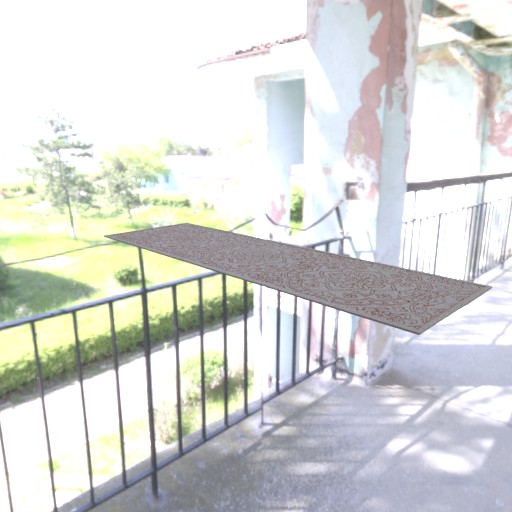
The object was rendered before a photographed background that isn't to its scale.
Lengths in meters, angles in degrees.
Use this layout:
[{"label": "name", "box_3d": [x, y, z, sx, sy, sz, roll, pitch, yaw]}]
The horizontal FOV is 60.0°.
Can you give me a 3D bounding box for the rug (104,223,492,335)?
[{"label": "rug", "box_3d": [0.000, 0.000, 2.698, 0.769, 0.012, 2.448, -14, 20, -43]}]
